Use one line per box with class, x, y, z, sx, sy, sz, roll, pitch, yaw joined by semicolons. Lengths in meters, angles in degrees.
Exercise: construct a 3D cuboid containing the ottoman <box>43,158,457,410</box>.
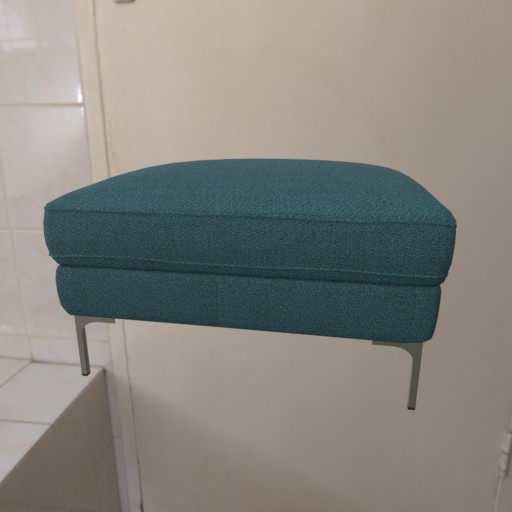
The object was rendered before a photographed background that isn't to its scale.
ottoman;0.000;0.000;1.173;0.856;0.498;0.563;3;17;10
